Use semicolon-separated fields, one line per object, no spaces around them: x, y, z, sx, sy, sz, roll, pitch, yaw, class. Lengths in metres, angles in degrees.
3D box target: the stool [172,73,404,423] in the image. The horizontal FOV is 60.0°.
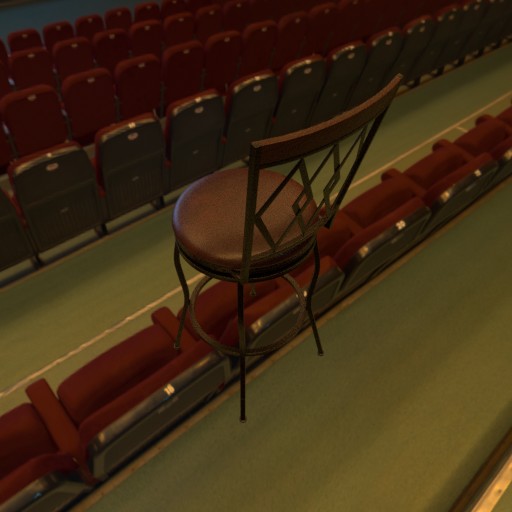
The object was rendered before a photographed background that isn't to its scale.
0.000;0.000;1.344;0.432;1.134;0.521;-32;53;-28;stool
